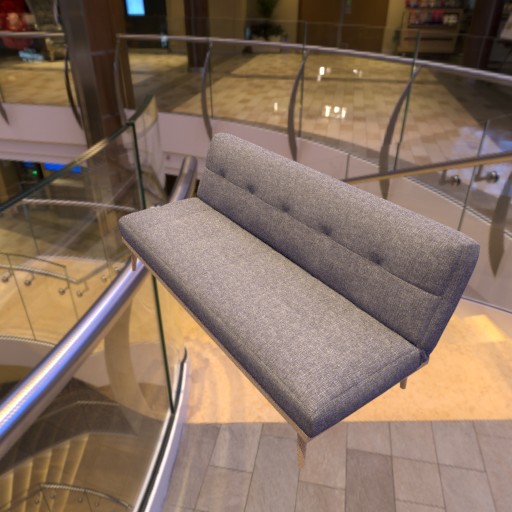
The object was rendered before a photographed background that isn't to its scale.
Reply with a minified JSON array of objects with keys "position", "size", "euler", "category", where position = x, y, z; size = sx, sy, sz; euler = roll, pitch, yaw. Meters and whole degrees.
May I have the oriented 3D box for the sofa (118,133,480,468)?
[{"position":[0.000,0.000,2.249],"size":[0.820,0.770,1.820],"euler":[-20,36,-29],"category":"sofa"}]
